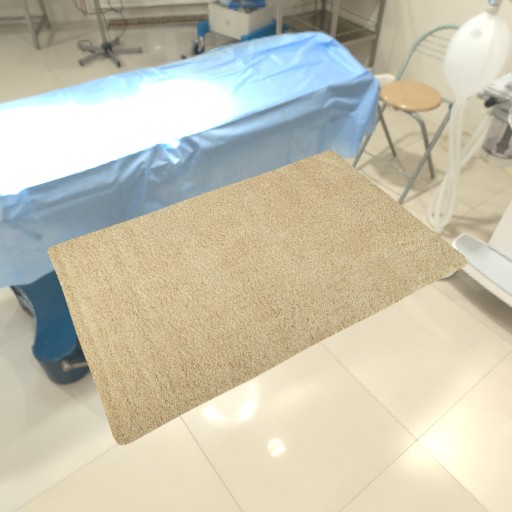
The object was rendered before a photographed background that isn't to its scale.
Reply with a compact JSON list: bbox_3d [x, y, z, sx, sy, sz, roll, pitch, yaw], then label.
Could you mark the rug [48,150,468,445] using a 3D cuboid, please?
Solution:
[{"bbox_3d":[0.000,0.000,2.907,2.349,0.025,1.500,-23,51,-20],"label":"rug"}]
